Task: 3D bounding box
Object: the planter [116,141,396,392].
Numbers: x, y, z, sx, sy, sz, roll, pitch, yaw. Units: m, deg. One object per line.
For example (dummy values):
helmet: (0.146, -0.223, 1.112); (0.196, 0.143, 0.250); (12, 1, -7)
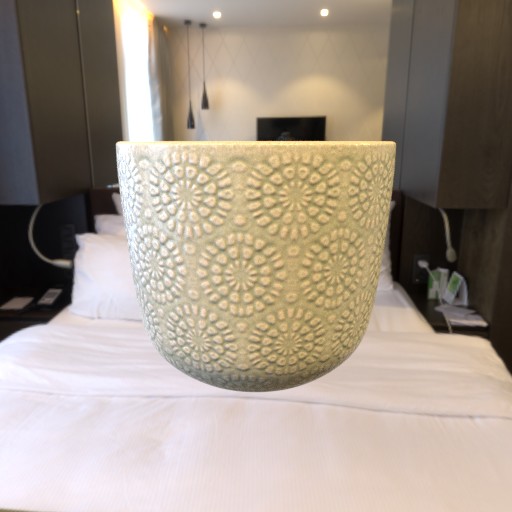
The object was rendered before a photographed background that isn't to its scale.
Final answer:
planter: (0.000, 0.000, 0.218); (0.124, 0.109, 0.124); (0, 14, 0)
